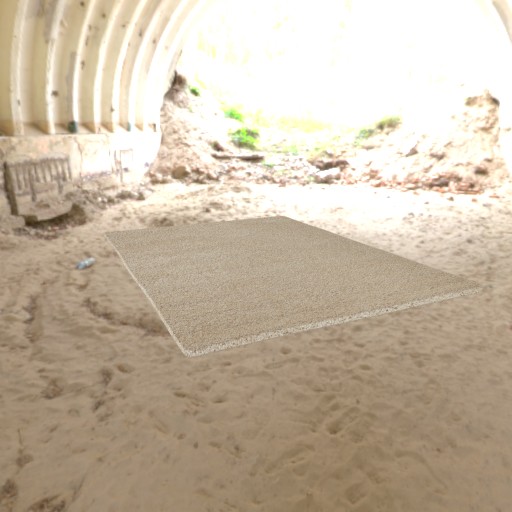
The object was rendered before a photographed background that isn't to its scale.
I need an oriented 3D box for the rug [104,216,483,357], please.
[{"bbox_3d":[0.000,0.000,2.149,1.199,0.025,1.600,-8,18,-25],"label":"rug"}]
